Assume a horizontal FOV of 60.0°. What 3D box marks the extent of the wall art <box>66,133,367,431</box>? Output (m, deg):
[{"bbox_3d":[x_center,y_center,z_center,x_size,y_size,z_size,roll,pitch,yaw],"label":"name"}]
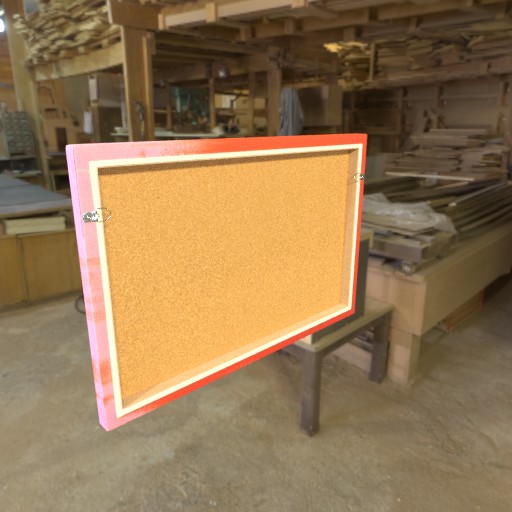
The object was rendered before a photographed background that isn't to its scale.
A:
[{"bbox_3d":[0.000,0.000,1.182,0.913,0.609,0.040,-15,23,-40],"label":"wall art"}]
